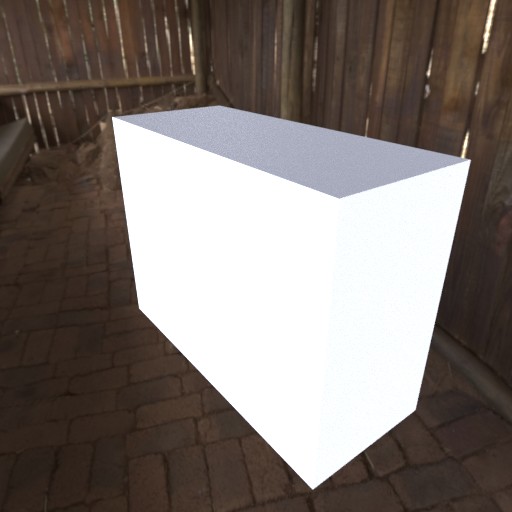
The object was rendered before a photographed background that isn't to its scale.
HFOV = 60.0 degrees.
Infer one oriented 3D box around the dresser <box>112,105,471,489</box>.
[{"bbox_3d":[0.000,0.000,1.516,0.460,0.820,1.100,-19,33,-33],"label":"dresser"}]
